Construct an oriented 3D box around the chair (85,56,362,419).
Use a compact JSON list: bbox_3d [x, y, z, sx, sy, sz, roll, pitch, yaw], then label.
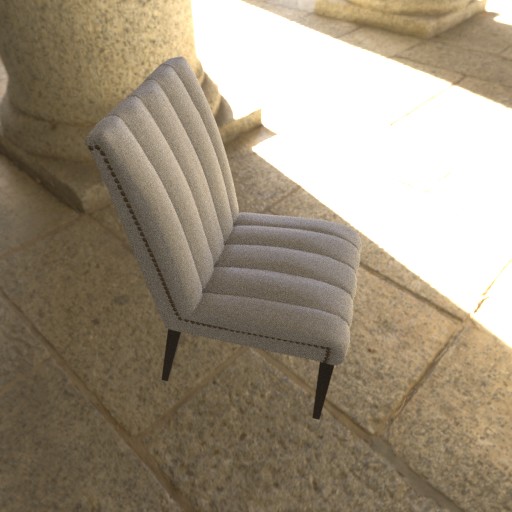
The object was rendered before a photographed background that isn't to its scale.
[{"bbox_3d":[0.000,0.000,1.390,0.647,1.016,0.511,10,45,10],"label":"chair"}]
